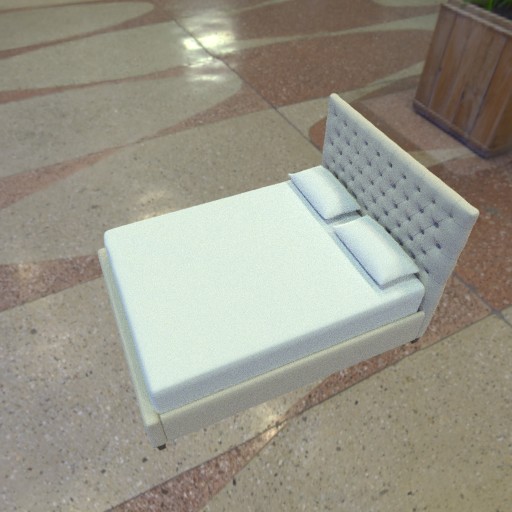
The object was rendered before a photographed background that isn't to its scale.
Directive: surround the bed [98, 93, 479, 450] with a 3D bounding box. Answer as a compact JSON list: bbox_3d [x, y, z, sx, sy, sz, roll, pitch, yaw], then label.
[{"bbox_3d":[0.000,0.000,3.365,2.233,1.426,1.696,-18,49,-16],"label":"bed"}]
